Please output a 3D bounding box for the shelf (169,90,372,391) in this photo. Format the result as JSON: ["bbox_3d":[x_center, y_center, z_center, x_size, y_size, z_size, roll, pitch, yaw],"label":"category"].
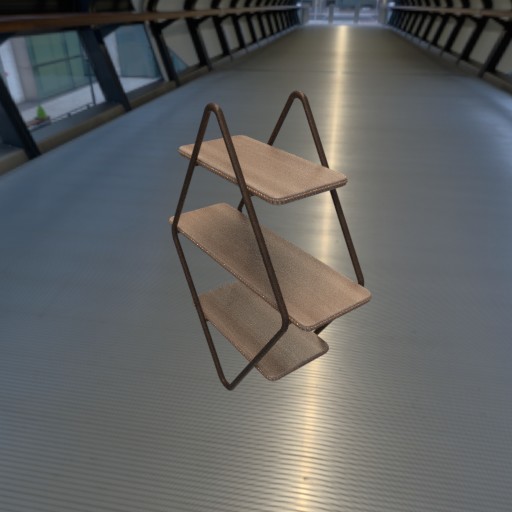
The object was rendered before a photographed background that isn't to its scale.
[{"bbox_3d":[0.000,0.000,1.119,0.234,0.774,0.609,-20,36,-30],"label":"shelf"}]
